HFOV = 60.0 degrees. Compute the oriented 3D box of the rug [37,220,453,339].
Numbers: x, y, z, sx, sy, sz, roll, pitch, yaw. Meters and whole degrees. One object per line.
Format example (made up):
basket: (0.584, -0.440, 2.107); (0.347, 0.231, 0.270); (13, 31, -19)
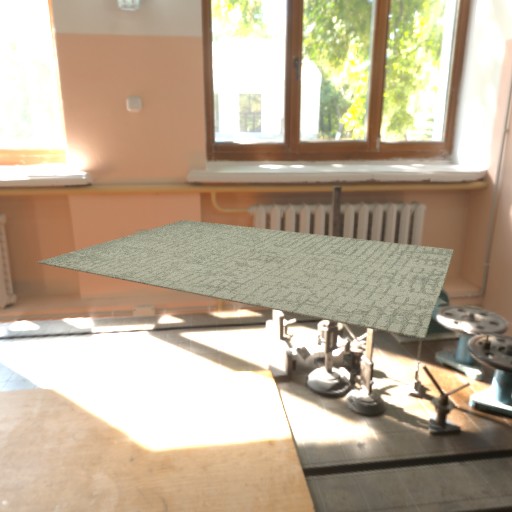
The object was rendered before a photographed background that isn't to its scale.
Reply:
rug: (0.000, 0.000, 2.313); (1.827, 0.007, 1.211); (8, 18, 26)
